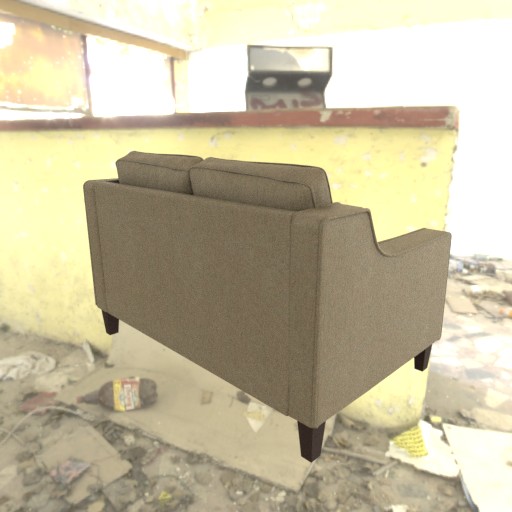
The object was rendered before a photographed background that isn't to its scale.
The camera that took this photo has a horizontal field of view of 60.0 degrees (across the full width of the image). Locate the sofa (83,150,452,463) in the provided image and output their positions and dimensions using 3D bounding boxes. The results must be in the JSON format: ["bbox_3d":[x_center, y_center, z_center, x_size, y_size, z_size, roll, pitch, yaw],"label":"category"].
[{"bbox_3d":[0.000,0.000,2.148,1.503,0.981,0.985,15,21,43],"label":"sofa"}]
